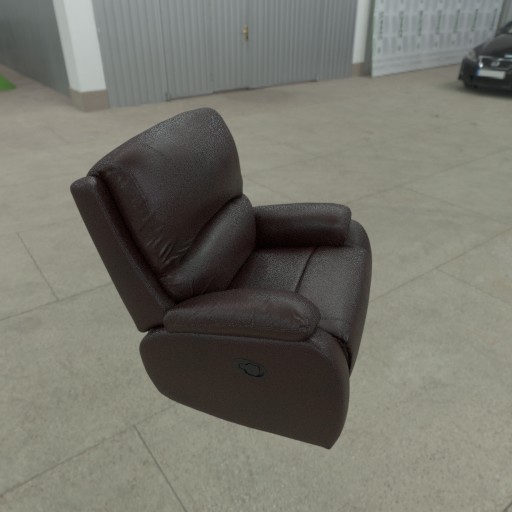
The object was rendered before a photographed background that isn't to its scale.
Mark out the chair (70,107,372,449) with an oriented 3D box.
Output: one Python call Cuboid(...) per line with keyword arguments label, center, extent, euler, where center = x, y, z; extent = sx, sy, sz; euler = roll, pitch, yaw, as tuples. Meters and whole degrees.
Cuboid(label="chair", center=(0.000, 0.000, 1.743), extent=(0.899, 1.011, 0.930), euler=(9, 31, 16))
